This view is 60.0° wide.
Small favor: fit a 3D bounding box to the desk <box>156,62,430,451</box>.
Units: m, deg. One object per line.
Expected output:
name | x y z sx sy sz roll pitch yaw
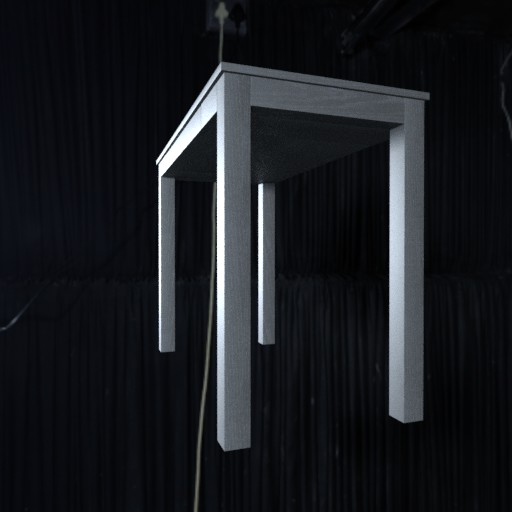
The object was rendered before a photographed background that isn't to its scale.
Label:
desk | 0.000 0.000 1.411 0.499 0.762 0.991 0 1 -20
